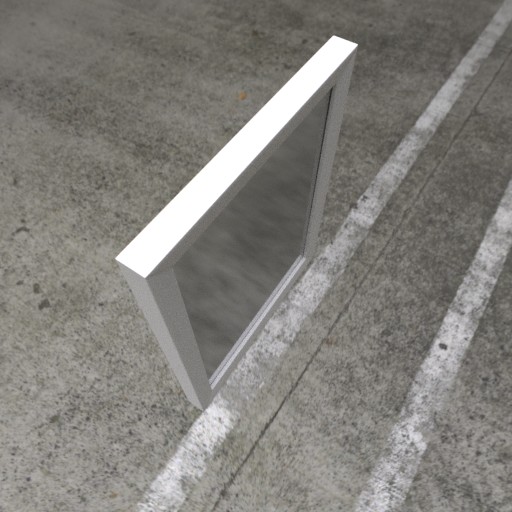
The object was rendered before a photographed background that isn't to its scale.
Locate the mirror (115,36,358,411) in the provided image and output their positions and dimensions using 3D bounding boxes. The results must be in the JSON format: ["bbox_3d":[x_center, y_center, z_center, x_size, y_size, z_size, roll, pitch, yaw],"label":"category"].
[{"bbox_3d":[0.000,0.000,0.693,0.041,0.508,0.405,30,63,17],"label":"mirror"}]
